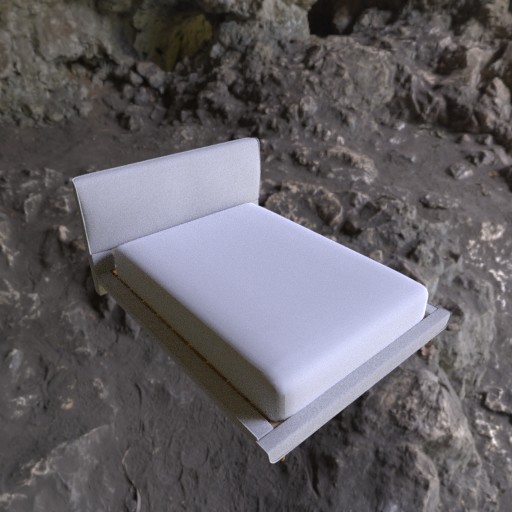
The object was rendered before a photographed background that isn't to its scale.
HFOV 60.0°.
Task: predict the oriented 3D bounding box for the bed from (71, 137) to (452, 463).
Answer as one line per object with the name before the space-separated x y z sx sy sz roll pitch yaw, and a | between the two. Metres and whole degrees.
bed | 0.000 0.000 3.413 1.840 1.067 2.368 -23 38 -34
